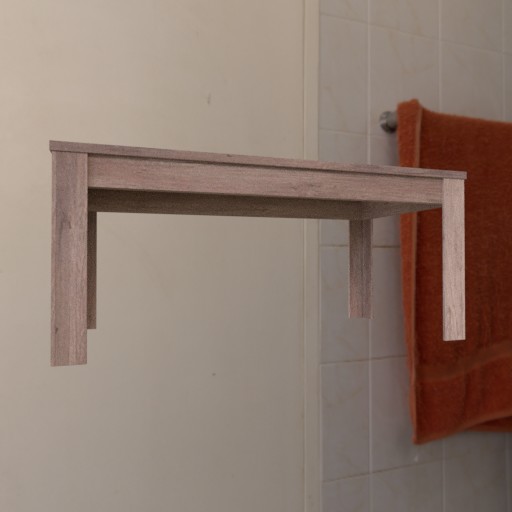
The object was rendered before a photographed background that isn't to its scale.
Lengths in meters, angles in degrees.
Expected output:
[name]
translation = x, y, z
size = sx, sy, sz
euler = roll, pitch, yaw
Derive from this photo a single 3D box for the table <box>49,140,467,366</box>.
[table]
translation = 0.000, 0.000, 2.242
size = 1.800, 0.790, 0.900
euler = 0, -1, -18
